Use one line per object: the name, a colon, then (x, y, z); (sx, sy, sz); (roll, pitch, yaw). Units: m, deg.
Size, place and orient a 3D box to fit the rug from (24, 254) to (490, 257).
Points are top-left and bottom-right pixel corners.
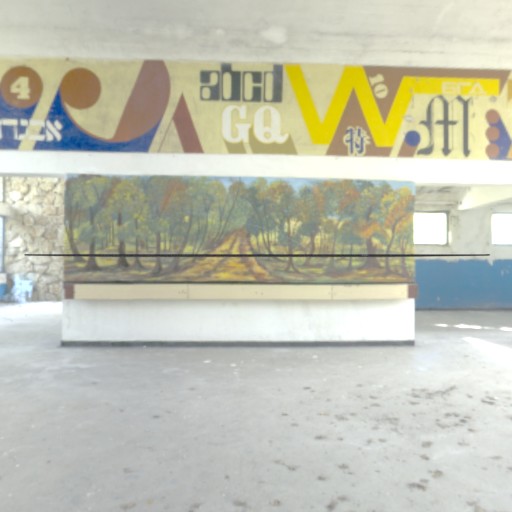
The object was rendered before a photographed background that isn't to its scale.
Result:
rug: (0.000, 0.000, 3.792); (2.940, 0.011, 2.053); (0, 0, -1)
